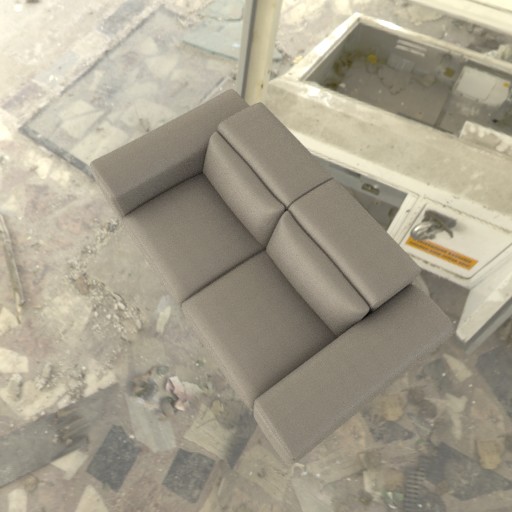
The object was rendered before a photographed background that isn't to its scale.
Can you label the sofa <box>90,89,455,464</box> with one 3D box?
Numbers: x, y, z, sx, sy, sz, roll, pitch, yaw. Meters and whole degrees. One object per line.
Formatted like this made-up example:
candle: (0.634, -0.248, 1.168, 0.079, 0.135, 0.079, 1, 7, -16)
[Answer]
sofa: (0.000, 0.000, 2.496, 1.024, 0.753, 1.930, -33, 69, -14)
